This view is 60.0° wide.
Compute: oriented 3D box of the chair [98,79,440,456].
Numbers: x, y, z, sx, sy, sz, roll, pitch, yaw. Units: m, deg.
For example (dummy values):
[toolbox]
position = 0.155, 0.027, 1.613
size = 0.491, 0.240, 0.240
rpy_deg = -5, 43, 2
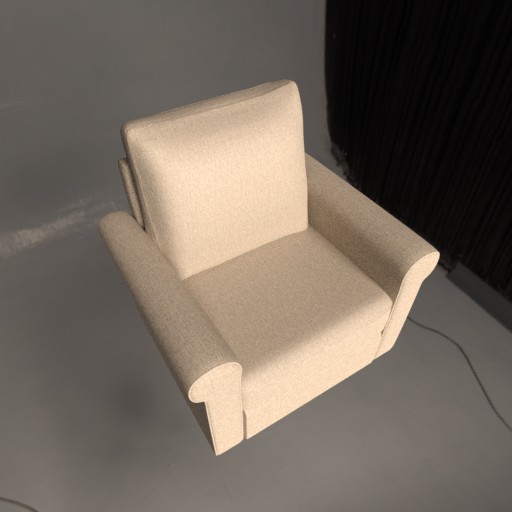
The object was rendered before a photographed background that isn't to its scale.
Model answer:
[chair]
position = 0.000, 0.000, 2.234
size = 1.275, 1.349, 1.180
rpy_deg = -24, 50, -22
